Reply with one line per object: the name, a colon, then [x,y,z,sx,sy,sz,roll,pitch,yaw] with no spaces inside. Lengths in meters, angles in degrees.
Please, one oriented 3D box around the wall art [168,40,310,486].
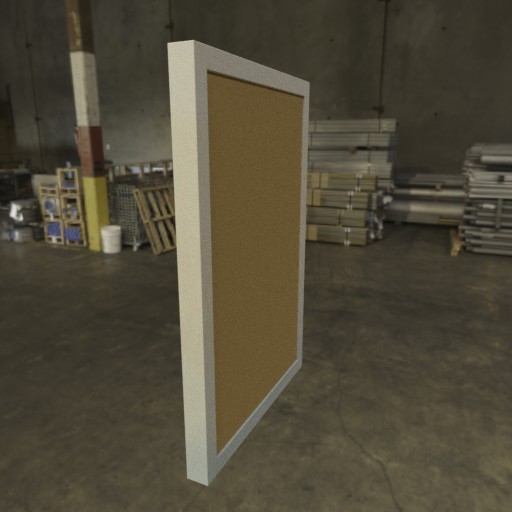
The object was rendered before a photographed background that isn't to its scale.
wall art: [0.000,0.000,0.771,0.038,0.611,0.408,7,16,25]
